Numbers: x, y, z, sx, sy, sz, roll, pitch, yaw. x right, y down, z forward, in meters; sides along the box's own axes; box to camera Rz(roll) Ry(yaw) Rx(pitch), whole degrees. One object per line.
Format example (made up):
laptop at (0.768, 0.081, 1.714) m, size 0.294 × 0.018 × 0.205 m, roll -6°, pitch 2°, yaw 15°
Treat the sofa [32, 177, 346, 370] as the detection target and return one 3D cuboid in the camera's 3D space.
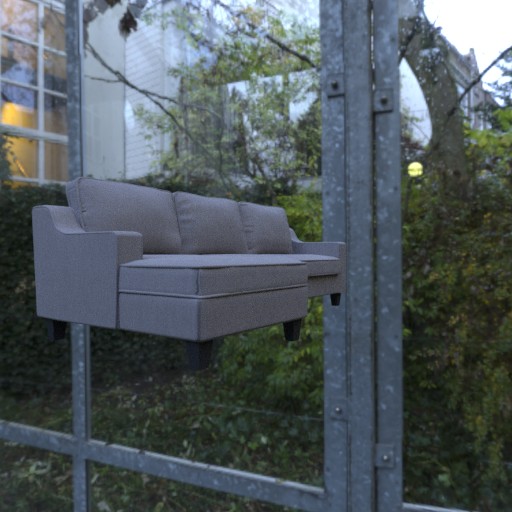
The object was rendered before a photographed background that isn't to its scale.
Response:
sofa at (0.000, 0.000, 3.162) m, size 1.294 × 0.928 × 2.561 m, roll 0°, pitch 0°, yaw 36°
